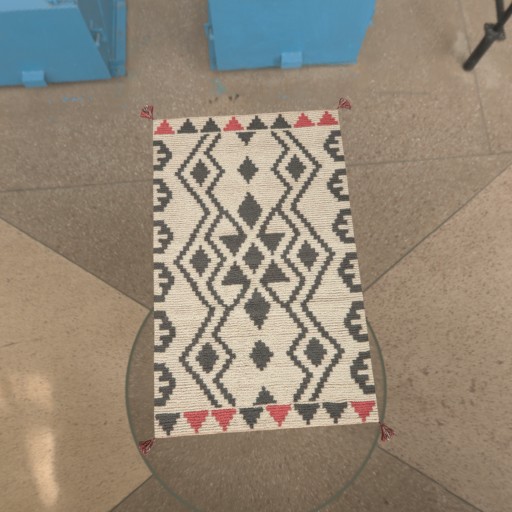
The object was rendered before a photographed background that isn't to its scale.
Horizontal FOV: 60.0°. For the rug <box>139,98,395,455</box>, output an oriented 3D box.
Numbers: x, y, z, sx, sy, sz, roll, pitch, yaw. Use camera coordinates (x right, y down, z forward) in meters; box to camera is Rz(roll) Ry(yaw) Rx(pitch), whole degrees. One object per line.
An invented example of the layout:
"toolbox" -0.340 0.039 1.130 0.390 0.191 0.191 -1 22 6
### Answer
"rug" 0.000 0.000 3.297 1.741 0.066 2.672 -4 74 -1
